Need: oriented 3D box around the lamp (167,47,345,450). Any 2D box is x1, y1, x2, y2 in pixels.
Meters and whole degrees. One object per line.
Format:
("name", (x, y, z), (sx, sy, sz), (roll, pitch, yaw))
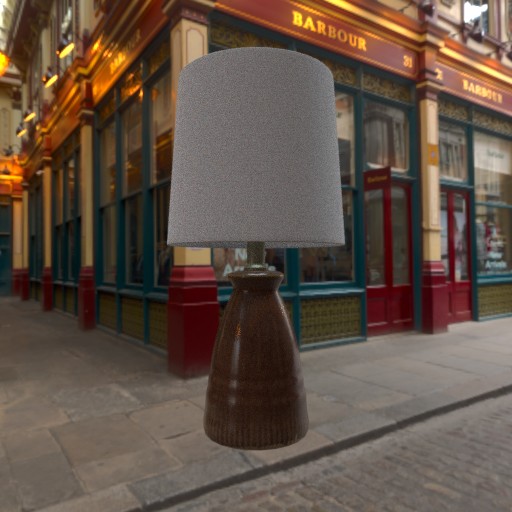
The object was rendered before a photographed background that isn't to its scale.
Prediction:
("lamp", (0.000, 0.000, 0.473), (0.186, 0.369, 0.186), (0, -1, 0))
